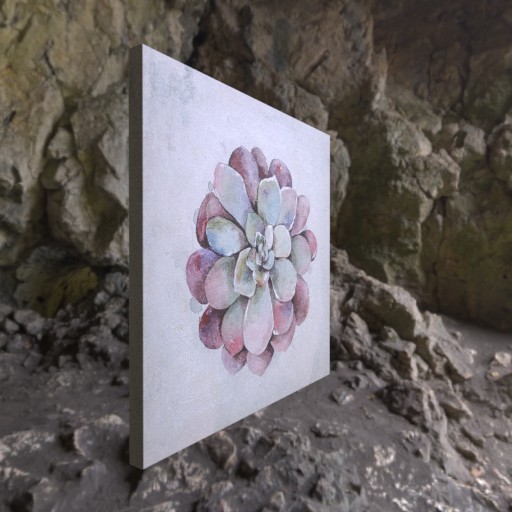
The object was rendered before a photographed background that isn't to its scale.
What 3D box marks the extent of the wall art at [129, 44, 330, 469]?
[{"bbox_3d":[0.000,0.000,1.113,0.041,0.762,0.762,0,1,35],"label":"wall art"}]
